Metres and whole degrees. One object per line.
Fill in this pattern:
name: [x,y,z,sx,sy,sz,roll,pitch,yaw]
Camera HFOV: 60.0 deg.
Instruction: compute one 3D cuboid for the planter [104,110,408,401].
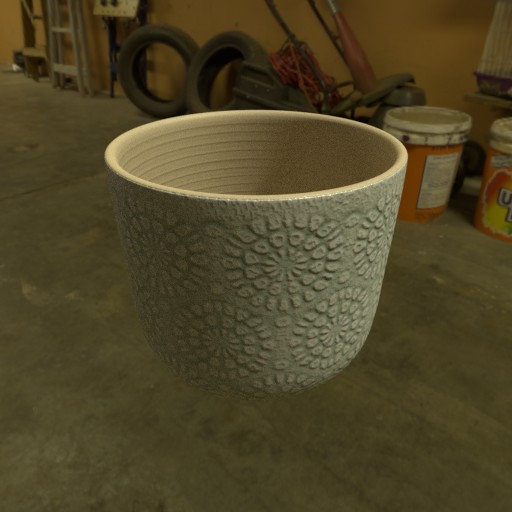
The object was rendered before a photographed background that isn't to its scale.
planter: [0.000,0.000,0.295,0.169,0.153,0.169,0,30,0]
